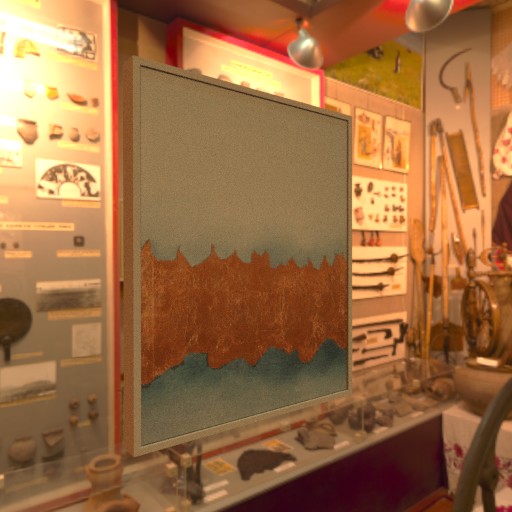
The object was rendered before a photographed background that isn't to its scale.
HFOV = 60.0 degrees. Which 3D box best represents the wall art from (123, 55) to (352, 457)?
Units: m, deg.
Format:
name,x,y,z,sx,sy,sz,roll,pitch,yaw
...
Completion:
name,x,y,z,sx,sy,sz,roll,pitch,yaw
wall art,0.000,0.000,0.760,0.451,0.553,0.039,0,1,-37
